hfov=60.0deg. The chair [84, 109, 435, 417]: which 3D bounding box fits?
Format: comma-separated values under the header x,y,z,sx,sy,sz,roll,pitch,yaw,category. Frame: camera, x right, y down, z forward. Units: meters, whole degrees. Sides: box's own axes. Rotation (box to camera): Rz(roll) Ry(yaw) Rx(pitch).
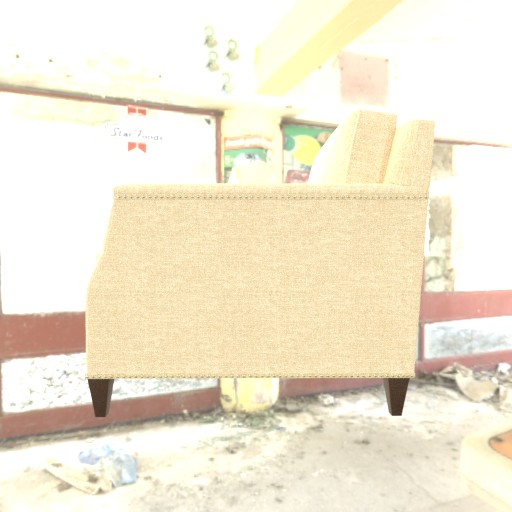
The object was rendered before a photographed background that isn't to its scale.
x,y,z,sx,sy,sz,roll,pitch,yaw,category
0.000,0.000,1.705,1.041,0.940,0.838,0,1,-1,chair
